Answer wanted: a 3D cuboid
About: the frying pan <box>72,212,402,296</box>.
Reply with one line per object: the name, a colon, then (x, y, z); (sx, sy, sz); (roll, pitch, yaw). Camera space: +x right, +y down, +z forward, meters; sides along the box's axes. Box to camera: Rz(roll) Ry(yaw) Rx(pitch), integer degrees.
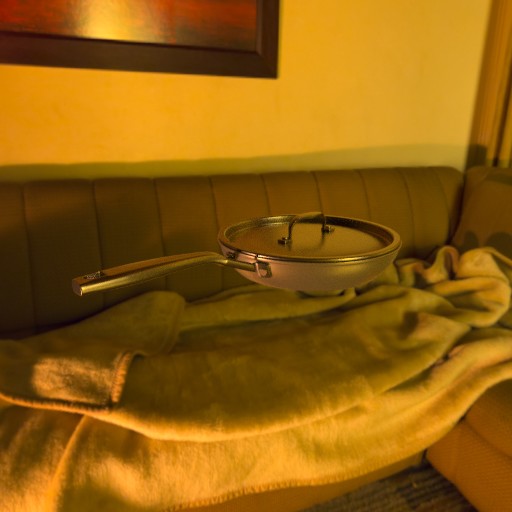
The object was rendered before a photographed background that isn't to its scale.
frying pan: (0.000, 0.000, 0.602); (0.490, 0.086, 0.272); (-16, 23, -42)
